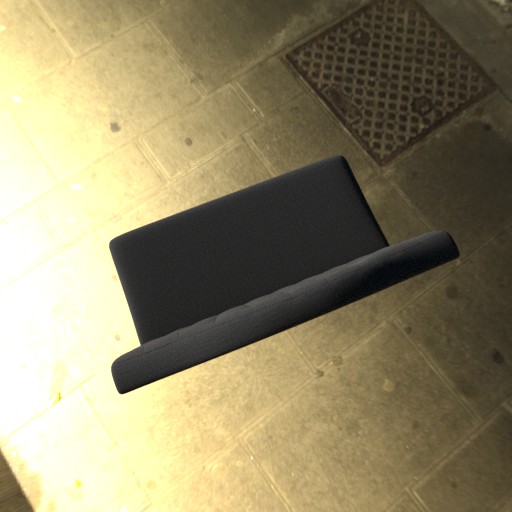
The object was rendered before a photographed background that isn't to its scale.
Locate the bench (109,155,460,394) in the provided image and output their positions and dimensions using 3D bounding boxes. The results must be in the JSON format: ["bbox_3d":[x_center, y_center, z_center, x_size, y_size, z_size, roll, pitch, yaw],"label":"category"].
[{"bbox_3d":[0.000,0.000,2.085,1.335,1.180,0.815,-21,76,-6],"label":"bench"}]
